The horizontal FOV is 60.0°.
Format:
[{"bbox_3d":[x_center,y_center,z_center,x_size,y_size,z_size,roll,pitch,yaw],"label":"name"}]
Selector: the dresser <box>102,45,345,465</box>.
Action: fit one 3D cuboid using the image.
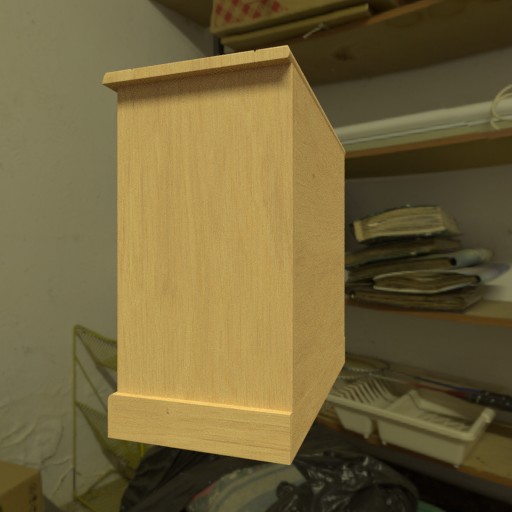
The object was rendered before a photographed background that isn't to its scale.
[{"bbox_3d":[0.000,0.000,1.379,0.440,0.835,0.915,0,0,18],"label":"dresser"}]
